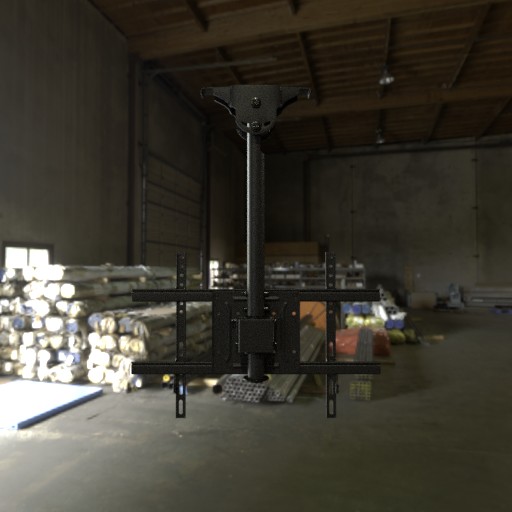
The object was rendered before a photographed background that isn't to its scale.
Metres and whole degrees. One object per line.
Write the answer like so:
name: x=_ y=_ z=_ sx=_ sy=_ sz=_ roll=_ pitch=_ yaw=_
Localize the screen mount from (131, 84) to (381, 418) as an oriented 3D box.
screen mount: x=0.000 y=0.000 z=1.031 sx=0.595 sy=0.775 sz=0.090 roll=0 pitch=-2 yaw=0
